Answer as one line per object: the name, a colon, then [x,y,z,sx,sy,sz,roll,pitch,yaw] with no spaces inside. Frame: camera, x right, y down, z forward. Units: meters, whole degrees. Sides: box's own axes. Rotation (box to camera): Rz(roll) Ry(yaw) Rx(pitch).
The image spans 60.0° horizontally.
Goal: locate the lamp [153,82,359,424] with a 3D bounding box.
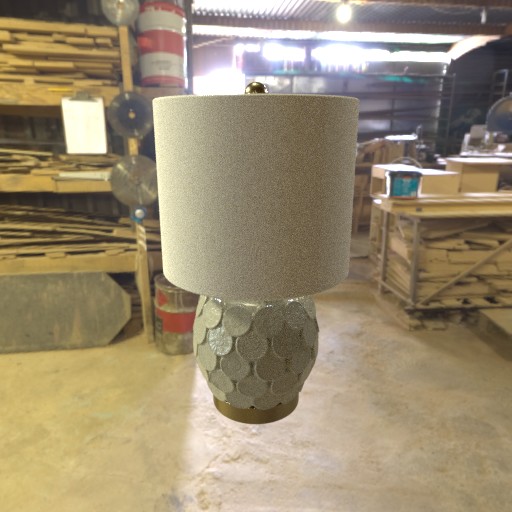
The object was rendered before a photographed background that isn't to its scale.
lamp: [0.000,0.000,0.616,0.254,0.452,0.254,0,17,0]
